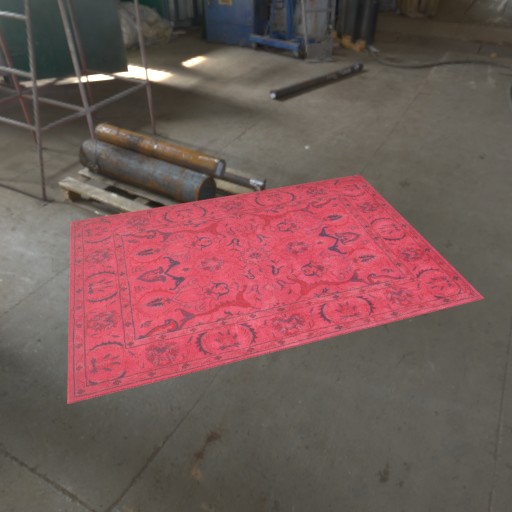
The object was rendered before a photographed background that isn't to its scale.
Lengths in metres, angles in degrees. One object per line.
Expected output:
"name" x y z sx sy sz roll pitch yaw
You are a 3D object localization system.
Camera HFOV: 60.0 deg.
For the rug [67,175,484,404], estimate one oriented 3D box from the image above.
"rug" 0.000 0.000 2.266 1.814 0.008 1.209 -11 41 -13
